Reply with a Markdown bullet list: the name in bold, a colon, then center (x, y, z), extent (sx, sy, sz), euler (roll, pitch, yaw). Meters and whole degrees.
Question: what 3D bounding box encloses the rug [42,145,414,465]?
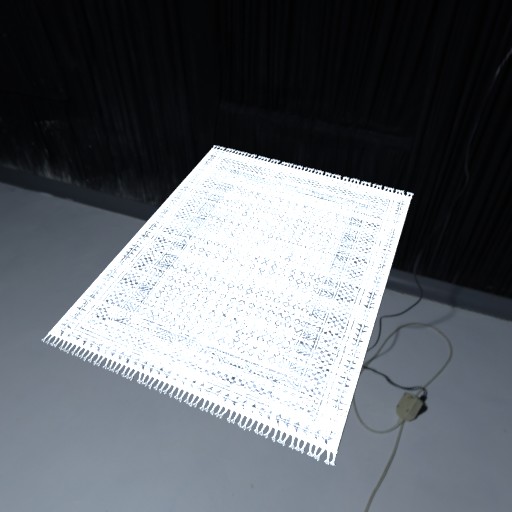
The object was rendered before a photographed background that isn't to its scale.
- **rug**: center (0.000, 0.000, 3.970), extent (2.312, 0.013, 2.940), euler (17, 49, 16)
